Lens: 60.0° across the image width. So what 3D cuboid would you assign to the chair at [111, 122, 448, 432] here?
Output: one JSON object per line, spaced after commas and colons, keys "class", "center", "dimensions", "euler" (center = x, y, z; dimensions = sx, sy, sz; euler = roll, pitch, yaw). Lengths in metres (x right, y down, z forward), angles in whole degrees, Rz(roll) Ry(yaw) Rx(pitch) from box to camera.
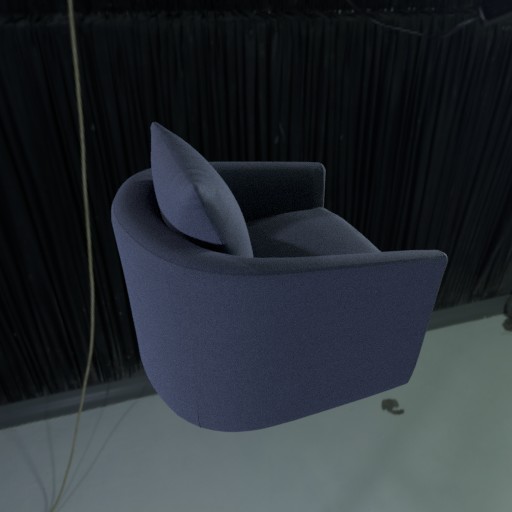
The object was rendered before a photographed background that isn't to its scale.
{"class": "chair", "center": [0.000, 0.000, 1.564], "dimensions": [0.910, 0.848, 0.845], "euler": [-11, 34, -17]}
